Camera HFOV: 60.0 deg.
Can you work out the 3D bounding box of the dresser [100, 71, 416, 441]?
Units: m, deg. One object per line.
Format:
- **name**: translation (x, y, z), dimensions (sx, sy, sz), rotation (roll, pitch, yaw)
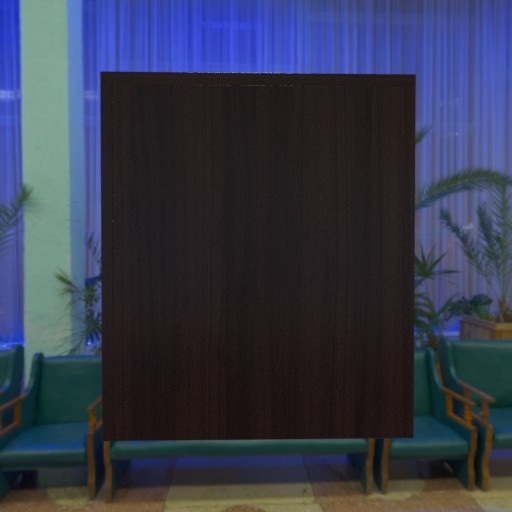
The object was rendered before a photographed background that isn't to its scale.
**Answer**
- **dresser**: translation (0.000, 0.000, 0.745), dimensions (0.400, 0.470, 0.360), rotation (0, 1, -1)
